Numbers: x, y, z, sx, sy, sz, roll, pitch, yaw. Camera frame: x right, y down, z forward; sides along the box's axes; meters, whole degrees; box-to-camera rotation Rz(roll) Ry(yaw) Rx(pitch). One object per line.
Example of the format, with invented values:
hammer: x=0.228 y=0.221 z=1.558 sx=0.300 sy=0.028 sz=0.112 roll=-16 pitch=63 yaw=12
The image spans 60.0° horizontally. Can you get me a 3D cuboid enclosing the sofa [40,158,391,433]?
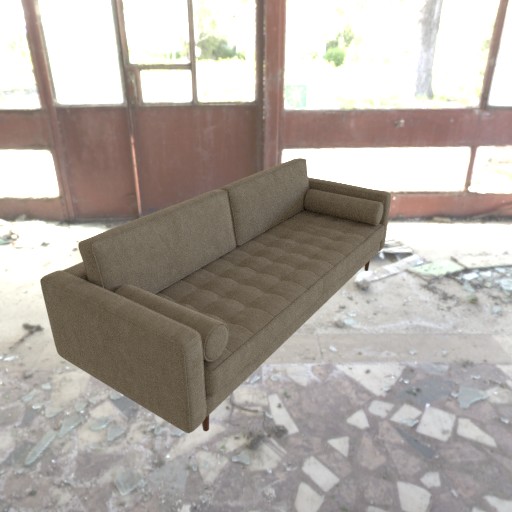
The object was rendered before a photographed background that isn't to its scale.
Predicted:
sofa: x=0.000 y=0.000 z=2.674 sx=0.919 sy=0.770 sz=2.200 roll=17 pitch=30 yaw=31
